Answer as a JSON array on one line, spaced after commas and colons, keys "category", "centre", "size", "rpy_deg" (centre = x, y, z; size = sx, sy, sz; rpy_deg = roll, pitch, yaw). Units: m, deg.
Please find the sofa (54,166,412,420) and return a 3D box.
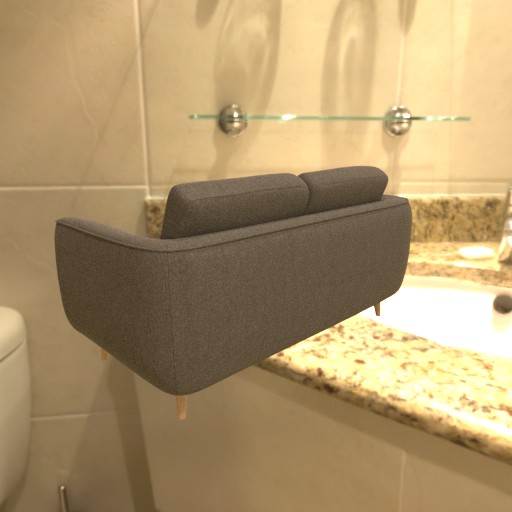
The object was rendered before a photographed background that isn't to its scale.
[{"category": "sofa", "centre": [0.000, 0.000, 2.225], "size": [1.700, 0.870, 0.920], "rpy_deg": [-15, 21, -42]}]
